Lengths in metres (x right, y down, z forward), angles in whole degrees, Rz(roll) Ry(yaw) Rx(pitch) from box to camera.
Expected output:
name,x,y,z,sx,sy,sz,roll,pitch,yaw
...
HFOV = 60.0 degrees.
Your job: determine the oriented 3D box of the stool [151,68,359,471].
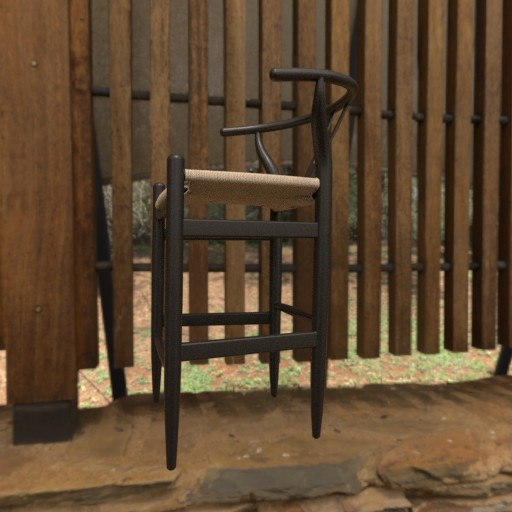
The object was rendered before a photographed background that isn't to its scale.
name,x,y,z,sx,sy,sz,roll,pitch,yaw
stool,0.000,0.000,1.310,0.579,0.970,0.569,0,1,-17
